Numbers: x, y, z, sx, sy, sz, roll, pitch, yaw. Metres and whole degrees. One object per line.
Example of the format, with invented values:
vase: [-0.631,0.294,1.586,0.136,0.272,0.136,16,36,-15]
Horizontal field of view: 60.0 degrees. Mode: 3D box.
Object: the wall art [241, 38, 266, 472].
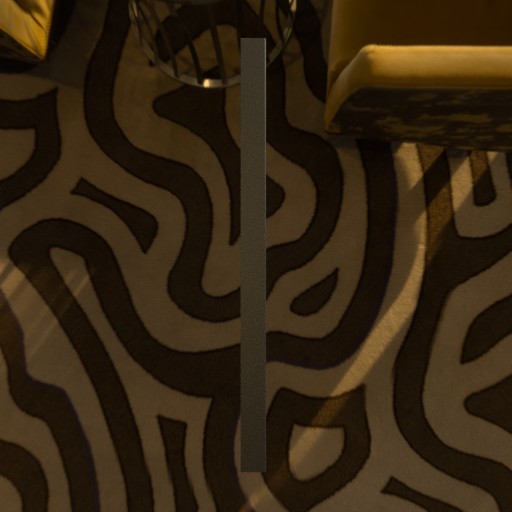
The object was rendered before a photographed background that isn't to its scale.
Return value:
wall art: [0.000,0.000,0.695,0.025,0.508,0.432,0,90,1]
